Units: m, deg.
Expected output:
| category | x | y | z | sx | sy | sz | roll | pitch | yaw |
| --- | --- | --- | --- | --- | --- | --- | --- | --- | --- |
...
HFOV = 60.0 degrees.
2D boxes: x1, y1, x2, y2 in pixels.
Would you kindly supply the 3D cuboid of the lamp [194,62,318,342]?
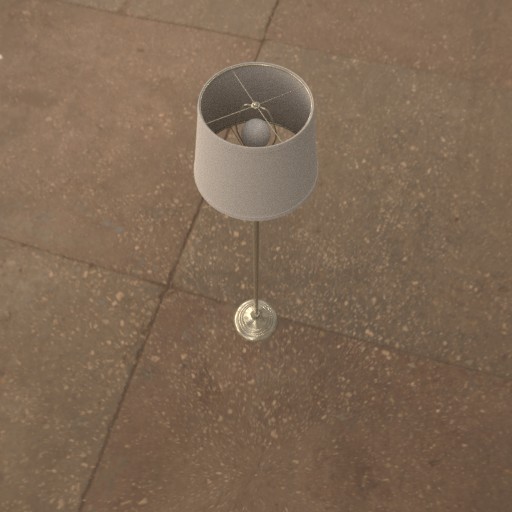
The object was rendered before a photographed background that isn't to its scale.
| category | x | y | z | sx | sy | sz | roll | pitch | yaw |
| --- | --- | --- | --- | --- | --- | --- | --- | --- | --- |
| lamp | 0.000 | 0.000 | 1.639 | 0.327 | 1.506 | 0.327 | 16 | 65 | 8 |
